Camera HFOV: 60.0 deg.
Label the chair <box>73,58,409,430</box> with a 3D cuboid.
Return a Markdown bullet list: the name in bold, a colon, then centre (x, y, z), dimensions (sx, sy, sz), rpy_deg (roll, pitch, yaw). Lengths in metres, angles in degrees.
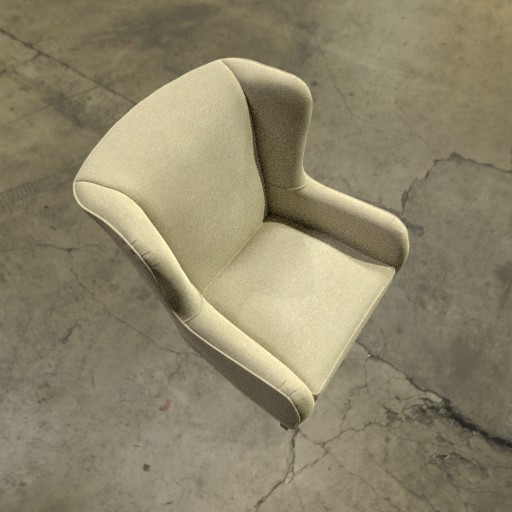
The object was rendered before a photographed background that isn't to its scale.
- **chair**: centre (0.000, 0.000, 1.722), dimensions (0.966, 1.040, 0.838), rpy_deg (31, 64, 17)
